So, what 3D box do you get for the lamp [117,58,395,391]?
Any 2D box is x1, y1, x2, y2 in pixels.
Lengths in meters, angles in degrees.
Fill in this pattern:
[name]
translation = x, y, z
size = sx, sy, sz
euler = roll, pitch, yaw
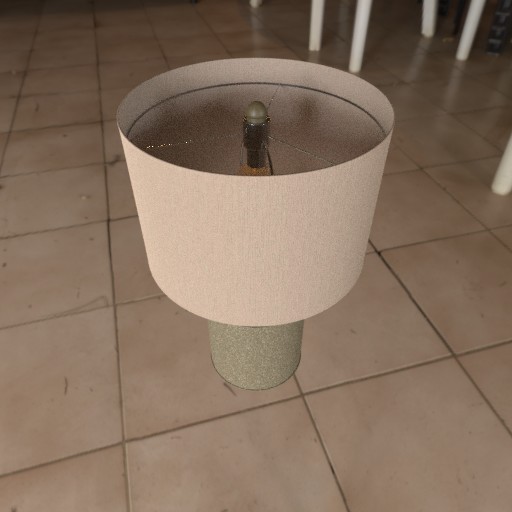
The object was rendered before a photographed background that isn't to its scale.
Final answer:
[lamp]
translation = 0.000, 0.000, 0.680
size = 0.318, 0.486, 0.318
euler = 0, 42, 0
